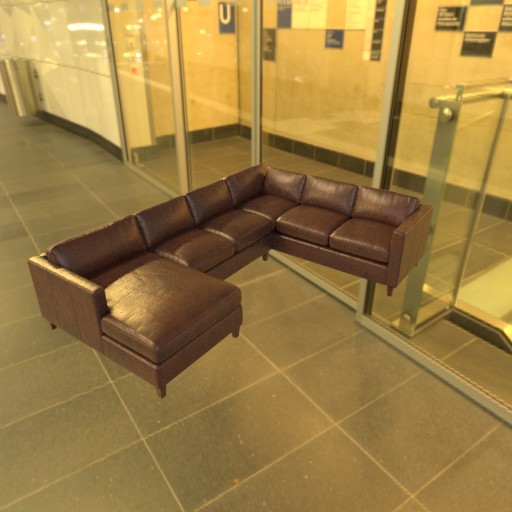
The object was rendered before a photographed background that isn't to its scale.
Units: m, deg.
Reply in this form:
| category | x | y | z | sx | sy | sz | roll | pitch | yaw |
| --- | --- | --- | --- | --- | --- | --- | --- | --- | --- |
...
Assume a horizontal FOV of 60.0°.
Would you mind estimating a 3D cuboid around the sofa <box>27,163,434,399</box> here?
| category | x | y | z | sx | sy | sz | roll | pitch | yaw |
| --- | --- | --- | --- | --- | --- | --- | --- | --- | --- |
| sofa | 0.000 | 0.000 | 4.468 | 2.452 | 0.891 | 3.324 | 19 | 33 | 31 |
